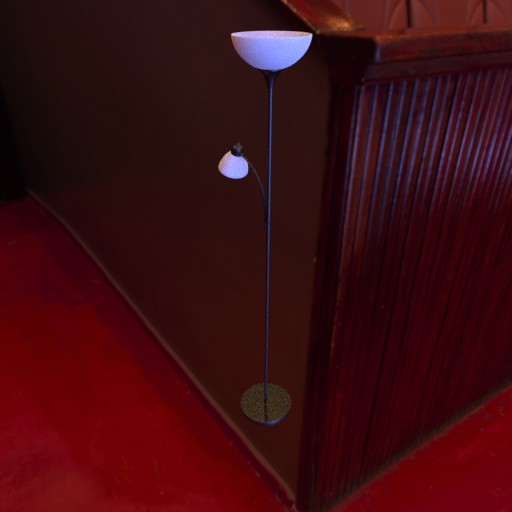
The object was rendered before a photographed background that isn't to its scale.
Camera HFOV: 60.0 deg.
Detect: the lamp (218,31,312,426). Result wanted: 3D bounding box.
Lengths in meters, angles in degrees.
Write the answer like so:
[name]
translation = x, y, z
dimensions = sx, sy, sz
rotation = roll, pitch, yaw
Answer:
[lamp]
translation = 0.000, 0.000, 1.999
dimensions = 0.279, 1.804, 0.442
rotation = -22, 37, -32
